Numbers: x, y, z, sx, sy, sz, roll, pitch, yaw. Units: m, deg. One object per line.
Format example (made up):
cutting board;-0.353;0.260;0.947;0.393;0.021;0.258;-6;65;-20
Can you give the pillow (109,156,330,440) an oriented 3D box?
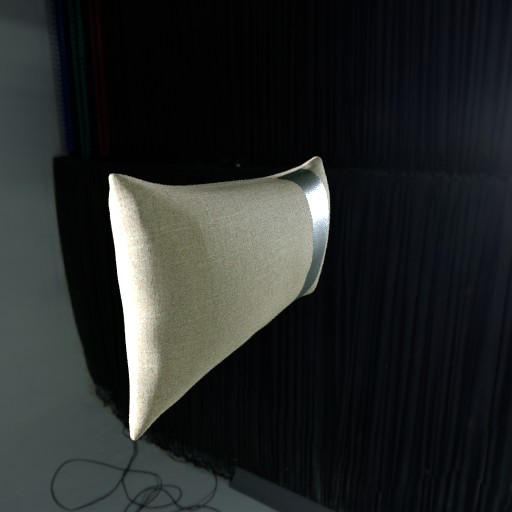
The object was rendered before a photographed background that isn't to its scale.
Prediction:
pillow;0.000;0.000;1.024;0.197;0.429;0.859;7;16;26
